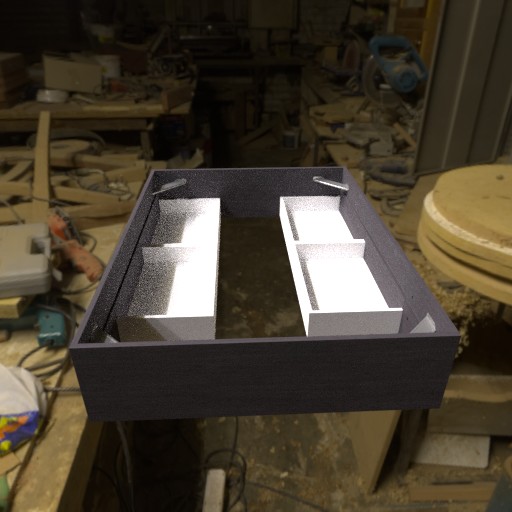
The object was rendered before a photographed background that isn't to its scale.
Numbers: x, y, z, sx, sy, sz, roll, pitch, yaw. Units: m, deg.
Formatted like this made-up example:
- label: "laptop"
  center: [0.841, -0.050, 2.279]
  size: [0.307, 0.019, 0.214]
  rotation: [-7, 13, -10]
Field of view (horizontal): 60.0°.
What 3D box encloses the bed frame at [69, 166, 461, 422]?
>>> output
- label: "bed frame"
  center: [0.000, 0.000, 2.570]
  size: [1.448, 0.459, 1.944]
  rotation: [-1, 30, -2]
